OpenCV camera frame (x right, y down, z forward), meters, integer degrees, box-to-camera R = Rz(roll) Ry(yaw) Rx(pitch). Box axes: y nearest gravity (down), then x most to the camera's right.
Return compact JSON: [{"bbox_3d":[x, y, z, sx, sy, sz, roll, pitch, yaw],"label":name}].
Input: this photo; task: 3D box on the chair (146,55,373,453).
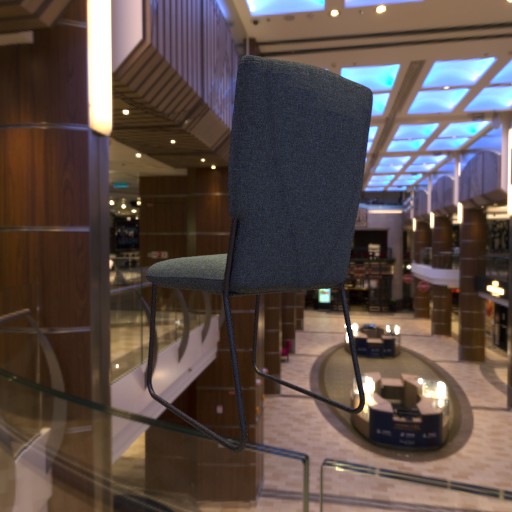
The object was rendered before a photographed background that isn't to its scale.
[{"bbox_3d":[0.000,0.000,1.334,0.480,0.931,0.635,-1,2,-36],"label":"chair"}]
